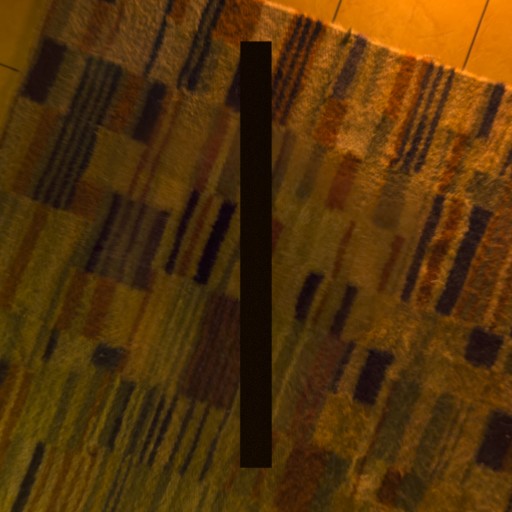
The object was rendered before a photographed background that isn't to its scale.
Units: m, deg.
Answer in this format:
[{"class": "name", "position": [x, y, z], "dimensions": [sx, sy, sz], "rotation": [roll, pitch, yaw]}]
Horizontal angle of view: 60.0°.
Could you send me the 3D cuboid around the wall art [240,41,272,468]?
[{"class": "wall art", "position": [0.000, 0.000, 0.749], "dimensions": [0.034, 0.552, 0.455], "rotation": [0, 89, 0]}]
